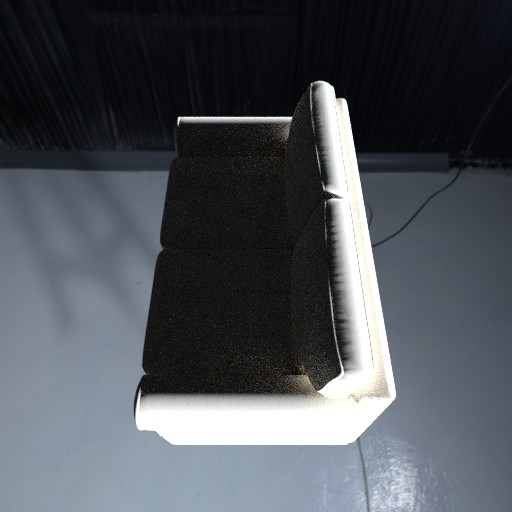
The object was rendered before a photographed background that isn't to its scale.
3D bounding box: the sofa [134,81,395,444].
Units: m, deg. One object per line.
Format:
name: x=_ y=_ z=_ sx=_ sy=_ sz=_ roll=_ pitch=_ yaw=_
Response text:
sofa: x=0.000 y=0.000 z=2.258 sx=0.991 sy=0.940 sz=1.727 roll=0 pitch=57 yaw=0
